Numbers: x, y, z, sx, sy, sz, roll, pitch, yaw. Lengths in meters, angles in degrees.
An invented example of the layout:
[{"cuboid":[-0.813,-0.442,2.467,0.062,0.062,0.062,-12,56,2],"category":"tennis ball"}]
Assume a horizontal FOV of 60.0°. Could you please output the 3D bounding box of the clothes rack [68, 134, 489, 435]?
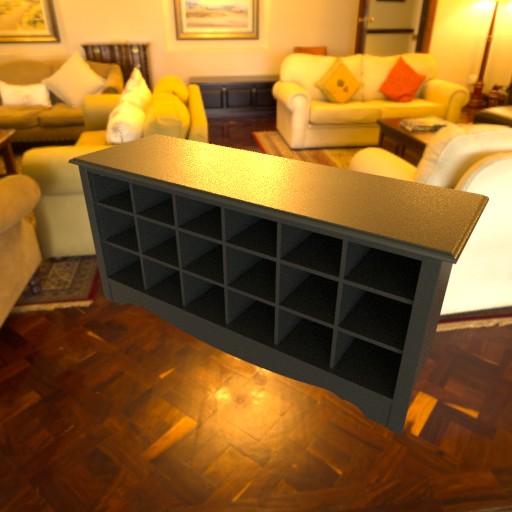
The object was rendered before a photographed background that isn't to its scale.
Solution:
[{"cuboid":[0.000,0.000,1.452,1.219,0.556,0.406,18,34,29],"category":"clothes rack"}]
